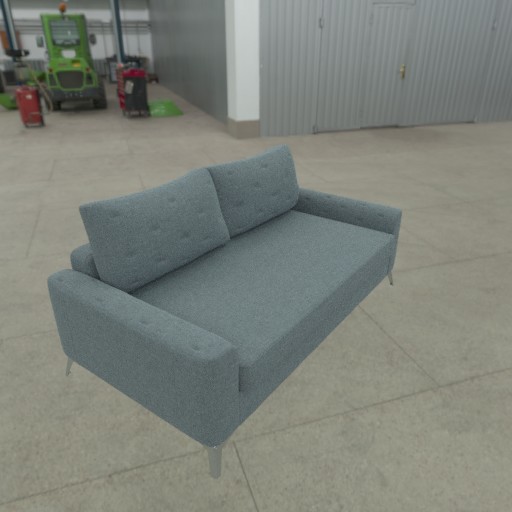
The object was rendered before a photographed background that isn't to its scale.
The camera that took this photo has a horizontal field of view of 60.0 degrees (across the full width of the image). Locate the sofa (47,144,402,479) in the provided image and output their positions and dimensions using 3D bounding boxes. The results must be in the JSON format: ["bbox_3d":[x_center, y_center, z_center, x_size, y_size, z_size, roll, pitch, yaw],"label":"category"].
[{"bbox_3d":[0.000,0.000,2.143,0.920,0.790,1.650,18,31,32],"label":"sofa"}]
